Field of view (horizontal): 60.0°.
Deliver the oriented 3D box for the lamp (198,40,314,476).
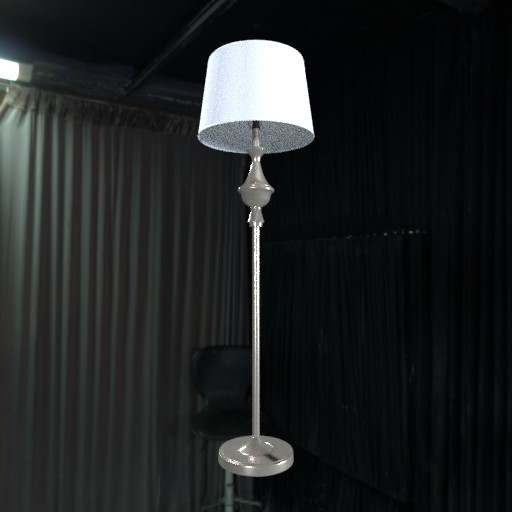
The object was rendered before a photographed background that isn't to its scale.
[{"bbox_3d":[0.000,0.000,1.640,0.431,1.488,0.431,0,-1,0],"label":"lamp"}]
